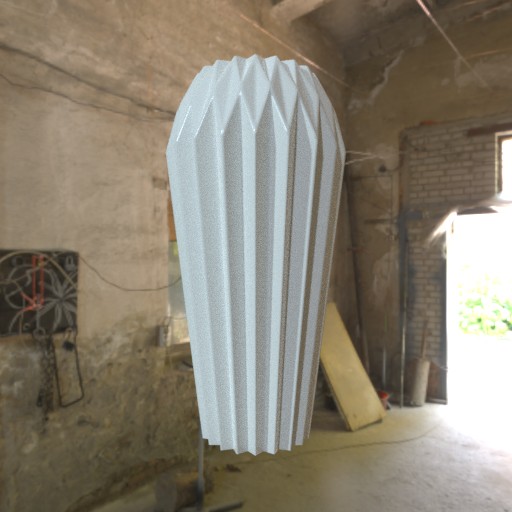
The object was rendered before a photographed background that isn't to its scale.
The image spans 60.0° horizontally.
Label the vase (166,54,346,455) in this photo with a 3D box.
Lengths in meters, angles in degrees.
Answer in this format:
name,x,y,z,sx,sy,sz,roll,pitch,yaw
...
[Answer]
name,x,y,z,sx,sy,sz,roll,pitch,yaw
vase,0.000,0.000,0.332,0.133,0.263,0.133,0,0,0
